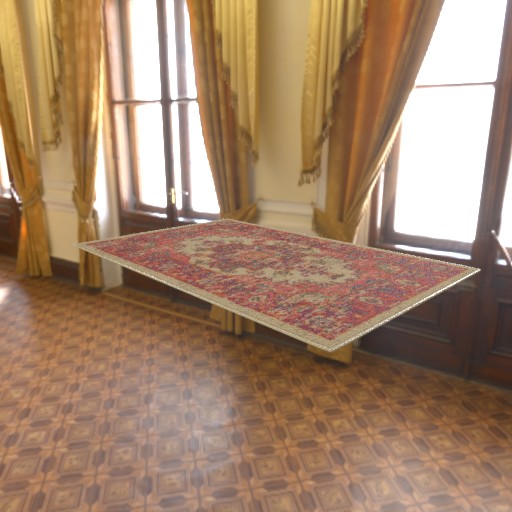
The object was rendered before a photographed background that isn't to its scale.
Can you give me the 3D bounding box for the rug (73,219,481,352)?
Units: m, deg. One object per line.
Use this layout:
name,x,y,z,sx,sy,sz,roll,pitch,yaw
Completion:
rug,0.000,0.000,1.096,0.556,0.004,0.868,-14,21,-42
